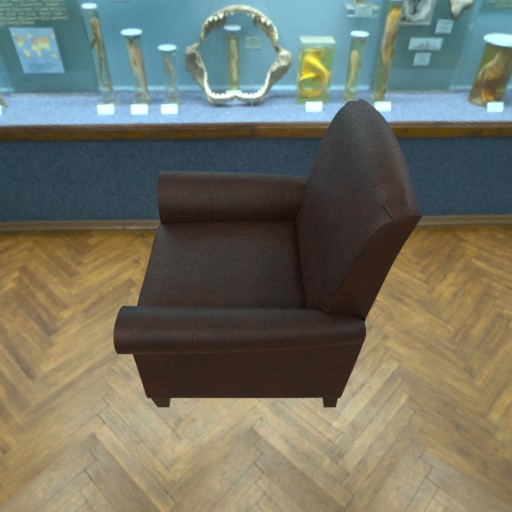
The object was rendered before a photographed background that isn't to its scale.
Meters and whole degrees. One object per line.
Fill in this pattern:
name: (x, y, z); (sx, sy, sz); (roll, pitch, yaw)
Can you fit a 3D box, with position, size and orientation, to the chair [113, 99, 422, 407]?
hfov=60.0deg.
chair: (0.000, 0.000, 1.753); (0.902, 1.061, 0.978); (0, 42, 0)
